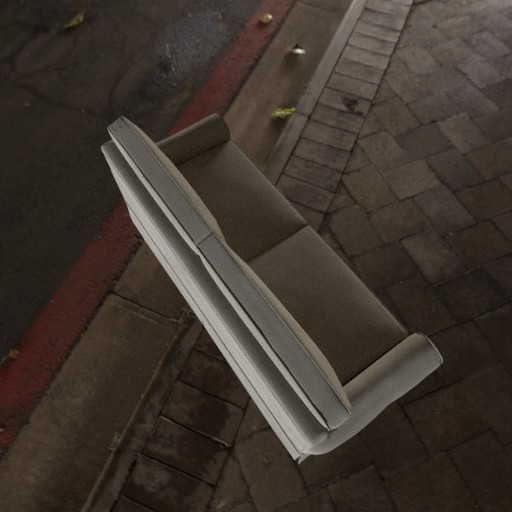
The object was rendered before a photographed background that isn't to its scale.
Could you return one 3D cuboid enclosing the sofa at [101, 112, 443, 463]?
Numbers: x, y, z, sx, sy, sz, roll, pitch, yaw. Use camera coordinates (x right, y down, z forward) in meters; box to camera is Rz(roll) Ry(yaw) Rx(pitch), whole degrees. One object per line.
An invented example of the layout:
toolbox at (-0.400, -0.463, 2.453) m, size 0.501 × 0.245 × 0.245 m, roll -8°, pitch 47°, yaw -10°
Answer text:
sofa at (0.000, 0.000, 2.716) m, size 0.900 × 1.014 × 2.246 m, roll -31°, pitch 65°, yaw -17°
